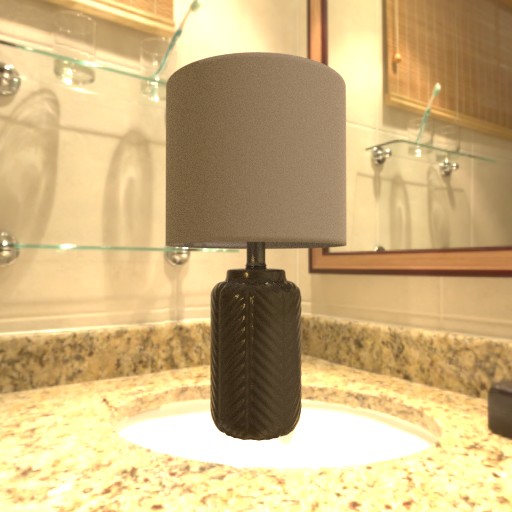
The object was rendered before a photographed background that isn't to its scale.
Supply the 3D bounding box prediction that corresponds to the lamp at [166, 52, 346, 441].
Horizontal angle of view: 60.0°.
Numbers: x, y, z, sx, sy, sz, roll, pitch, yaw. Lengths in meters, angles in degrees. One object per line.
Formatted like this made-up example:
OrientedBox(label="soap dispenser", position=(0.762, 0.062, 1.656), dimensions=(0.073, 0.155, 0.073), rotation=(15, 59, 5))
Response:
OrientedBox(label="lamp", position=(0.000, 0.000, 0.508), dimensions=(0.203, 0.389, 0.203), rotation=(0, -1, 19))
